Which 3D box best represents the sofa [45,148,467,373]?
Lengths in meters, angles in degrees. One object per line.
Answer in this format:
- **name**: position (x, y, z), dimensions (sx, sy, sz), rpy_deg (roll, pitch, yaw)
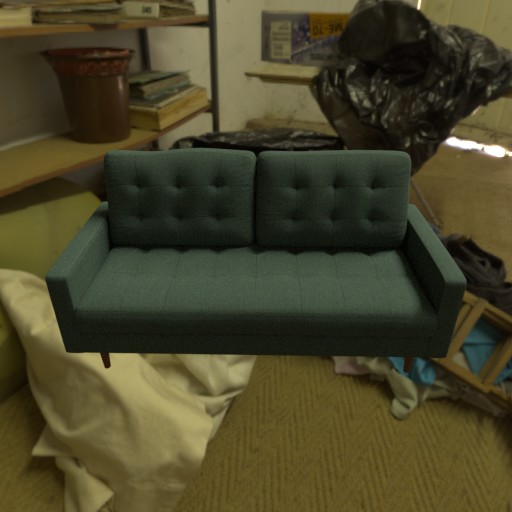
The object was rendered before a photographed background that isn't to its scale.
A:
- **sofa**: position (0.000, 0.000, 2.537), dimensions (2.010, 1.050, 0.966), rpy_deg (1, 31, 1)
